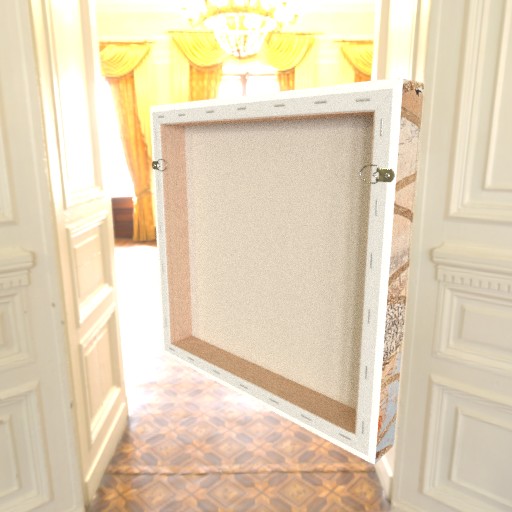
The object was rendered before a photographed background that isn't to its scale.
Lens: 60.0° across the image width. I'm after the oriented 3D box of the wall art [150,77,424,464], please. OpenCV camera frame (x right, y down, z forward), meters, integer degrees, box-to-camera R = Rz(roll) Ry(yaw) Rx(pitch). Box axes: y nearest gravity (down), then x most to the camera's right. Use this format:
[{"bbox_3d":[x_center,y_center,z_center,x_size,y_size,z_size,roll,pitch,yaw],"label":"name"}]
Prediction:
[{"bbox_3d":[0.000,0.000,0.446,0.303,0.304,0.036,13,18,42],"label":"wall art"}]
